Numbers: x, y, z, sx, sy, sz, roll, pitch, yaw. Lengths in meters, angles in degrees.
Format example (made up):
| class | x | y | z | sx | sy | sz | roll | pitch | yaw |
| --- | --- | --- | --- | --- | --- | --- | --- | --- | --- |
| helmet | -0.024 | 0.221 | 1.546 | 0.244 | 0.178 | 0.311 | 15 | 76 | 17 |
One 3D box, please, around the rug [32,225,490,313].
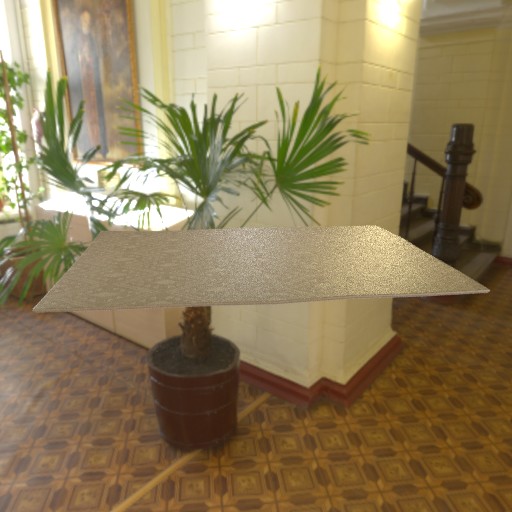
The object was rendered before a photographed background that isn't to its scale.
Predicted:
| class | x | y | z | sx | sy | sz | roll | pitch | yaw |
| --- | --- | --- | --- | --- | --- | --- | --- | --- | --- |
| rug | 0.000 | 0.000 | 2.336 | 1.829 | 0.034 | 1.252 | -2 | 17 | -7 |
